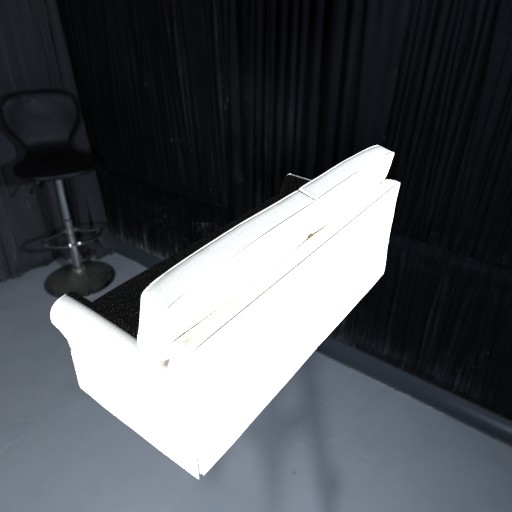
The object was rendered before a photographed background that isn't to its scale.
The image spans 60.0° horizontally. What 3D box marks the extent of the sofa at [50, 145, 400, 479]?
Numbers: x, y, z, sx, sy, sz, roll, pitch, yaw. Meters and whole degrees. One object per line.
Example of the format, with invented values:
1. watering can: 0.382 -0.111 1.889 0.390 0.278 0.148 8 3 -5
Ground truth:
1. sofa: 0.000 0.000 2.479 0.862 0.937 2.021 21 37 30
